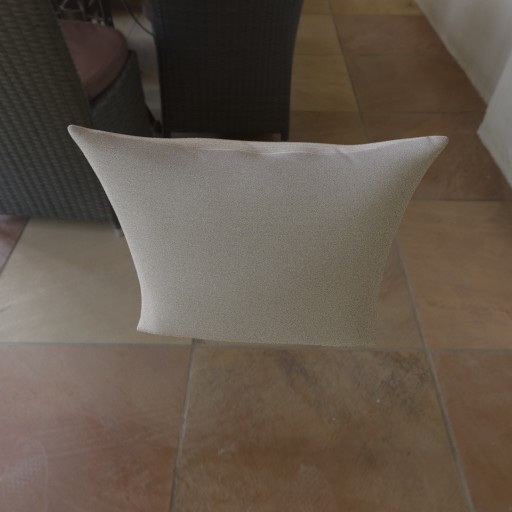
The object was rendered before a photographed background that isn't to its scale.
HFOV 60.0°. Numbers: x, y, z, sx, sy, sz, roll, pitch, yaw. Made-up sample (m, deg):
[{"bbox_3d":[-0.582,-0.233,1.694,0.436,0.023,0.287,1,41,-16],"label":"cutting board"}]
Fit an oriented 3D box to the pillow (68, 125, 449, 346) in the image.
[{"bbox_3d":[0.000,0.000,0.769,0.512,0.497,0.204,3,47,3],"label":"pillow"}]
